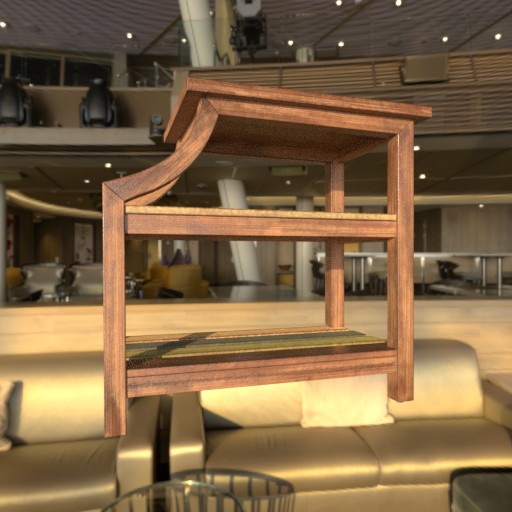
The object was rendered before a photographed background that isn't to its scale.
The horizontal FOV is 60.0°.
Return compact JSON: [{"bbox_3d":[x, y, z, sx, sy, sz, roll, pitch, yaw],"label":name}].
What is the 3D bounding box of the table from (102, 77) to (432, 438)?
[{"bbox_3d":[0.000,0.000,0.942,0.609,0.584,0.356,0,0,-18],"label":"table"}]
